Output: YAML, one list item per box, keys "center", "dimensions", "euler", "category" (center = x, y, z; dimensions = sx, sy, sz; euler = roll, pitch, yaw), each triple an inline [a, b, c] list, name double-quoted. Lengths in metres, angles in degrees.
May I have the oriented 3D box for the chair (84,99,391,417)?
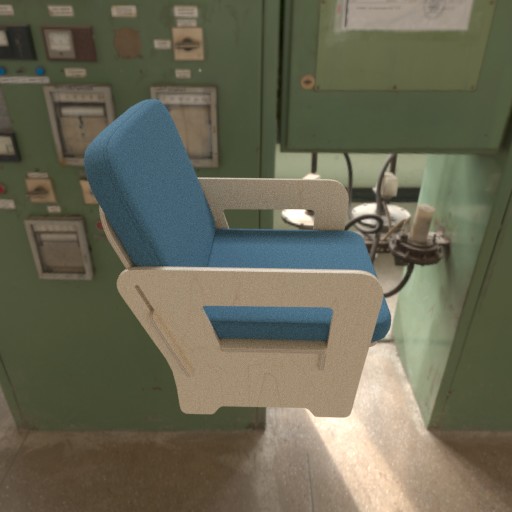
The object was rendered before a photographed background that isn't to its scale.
- center: [0.000, 0.000, 1.195]
  dimensions: [0.657, 0.747, 0.547]
  euler: [1, 31, 2]
  category: "chair"
